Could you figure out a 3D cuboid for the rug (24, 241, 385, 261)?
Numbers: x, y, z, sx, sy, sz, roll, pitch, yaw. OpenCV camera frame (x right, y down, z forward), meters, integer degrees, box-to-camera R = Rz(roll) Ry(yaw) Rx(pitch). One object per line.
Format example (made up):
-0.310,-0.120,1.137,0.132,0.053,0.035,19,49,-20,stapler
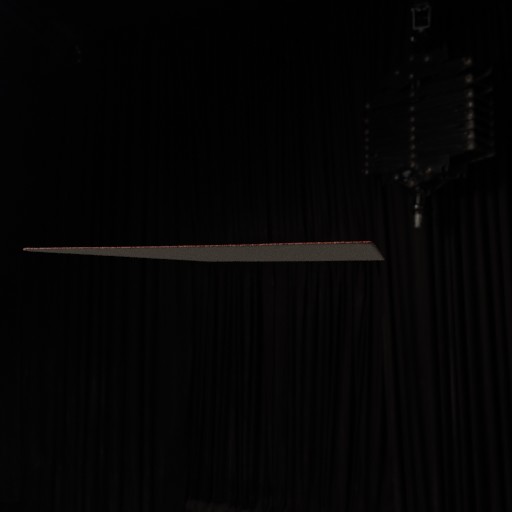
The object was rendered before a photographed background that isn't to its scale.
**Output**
0.000,0.000,5.140,2.803,0.025,3.965,-1,-2,17,rug
